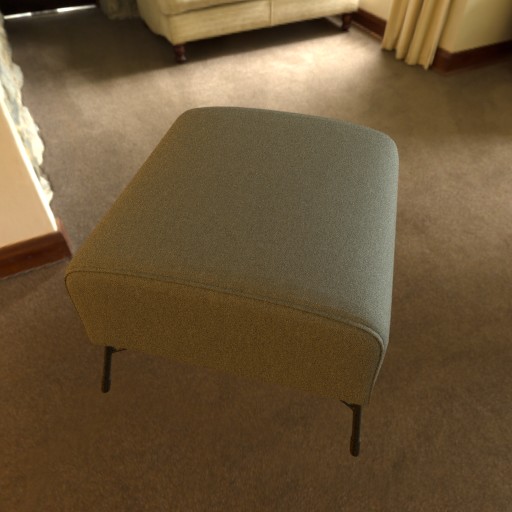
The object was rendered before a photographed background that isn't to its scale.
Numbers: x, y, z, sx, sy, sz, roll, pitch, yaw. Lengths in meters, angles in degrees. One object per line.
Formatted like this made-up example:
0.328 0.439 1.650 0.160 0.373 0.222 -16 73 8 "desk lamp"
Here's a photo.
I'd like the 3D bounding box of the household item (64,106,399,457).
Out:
0.000 0.000 0.897 0.530 0.410 0.530 10 47 10 "household item"
